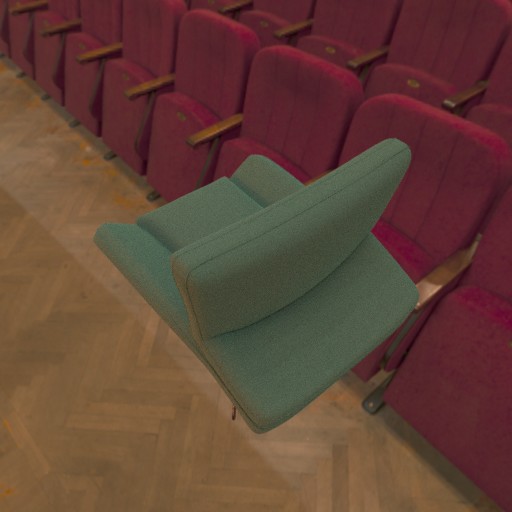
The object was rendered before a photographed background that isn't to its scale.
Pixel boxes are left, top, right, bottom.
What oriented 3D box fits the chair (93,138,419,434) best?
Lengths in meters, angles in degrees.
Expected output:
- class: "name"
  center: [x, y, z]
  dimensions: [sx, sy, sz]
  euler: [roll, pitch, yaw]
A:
- class: "chair"
  center: [0.000, 0.000, 1.629]
  dimensions: [0.859, 0.855, 1.008]
  euler: [-31, 53, -26]
